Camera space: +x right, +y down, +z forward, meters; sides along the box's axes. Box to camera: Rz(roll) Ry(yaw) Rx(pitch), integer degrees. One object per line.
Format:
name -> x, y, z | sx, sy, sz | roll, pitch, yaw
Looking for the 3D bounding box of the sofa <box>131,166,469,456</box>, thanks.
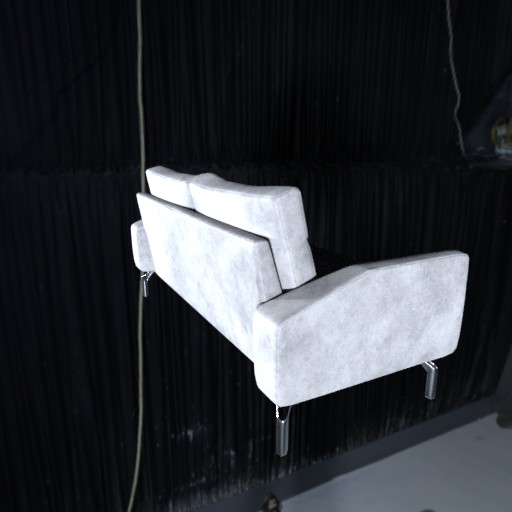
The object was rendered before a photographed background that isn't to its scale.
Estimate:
sofa -> 0.000, 0.000, 2.267 | 0.849, 0.859, 1.837 | -8, 16, -27
